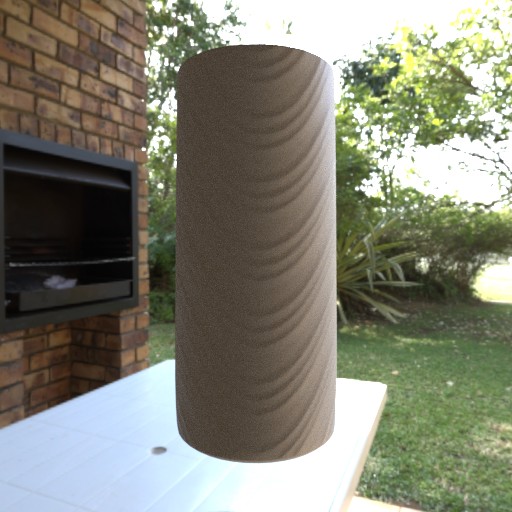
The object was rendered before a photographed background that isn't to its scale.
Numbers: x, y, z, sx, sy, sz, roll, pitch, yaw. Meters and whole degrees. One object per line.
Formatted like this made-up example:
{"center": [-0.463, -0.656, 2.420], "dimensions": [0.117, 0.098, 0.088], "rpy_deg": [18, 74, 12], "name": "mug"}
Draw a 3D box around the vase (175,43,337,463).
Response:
{"center": [0.000, 0.000, 0.397], "dimensions": [0.143, 0.316, 0.143], "rpy_deg": [0, 1, 0], "name": "vase"}
